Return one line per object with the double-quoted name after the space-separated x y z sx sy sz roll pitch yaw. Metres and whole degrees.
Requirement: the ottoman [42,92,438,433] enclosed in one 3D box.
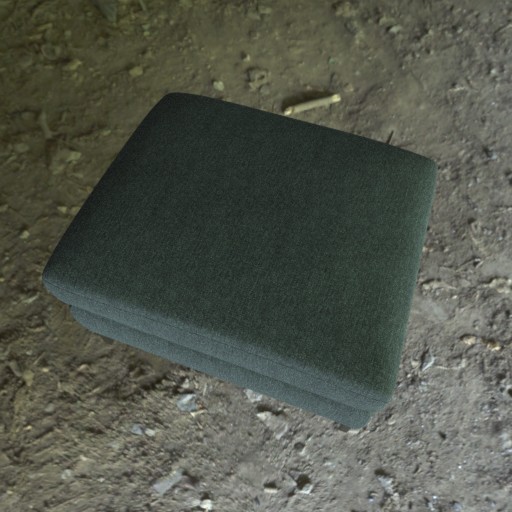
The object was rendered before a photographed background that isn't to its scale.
0.000 0.000 1.280 0.831 0.533 0.695 17 61 10 "ottoman"
